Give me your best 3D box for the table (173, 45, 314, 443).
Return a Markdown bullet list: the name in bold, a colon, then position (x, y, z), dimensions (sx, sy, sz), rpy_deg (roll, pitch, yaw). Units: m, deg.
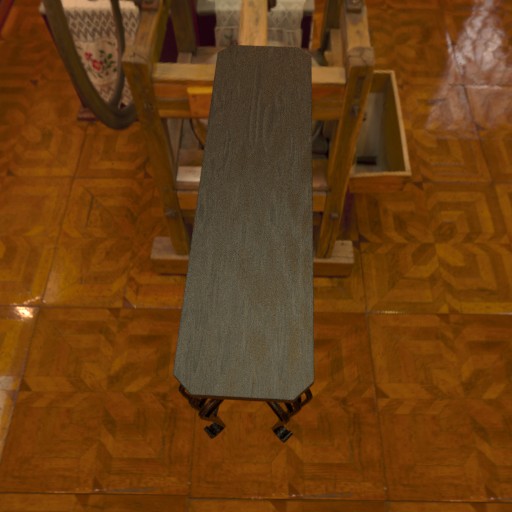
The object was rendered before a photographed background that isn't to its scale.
- **table**: position (0.000, 0.000, 1.497), dimensions (0.329, 0.800, 1.112), rpy_deg (3, 62, 1)
